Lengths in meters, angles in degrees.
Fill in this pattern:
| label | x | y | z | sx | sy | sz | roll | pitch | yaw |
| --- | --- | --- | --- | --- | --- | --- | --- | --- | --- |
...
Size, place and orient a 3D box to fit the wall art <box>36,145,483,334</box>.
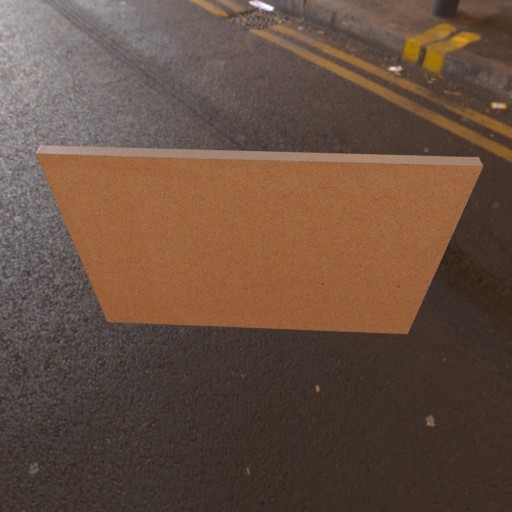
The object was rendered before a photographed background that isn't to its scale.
| label | x | y | z | sx | sy | sz | roll | pitch | yaw |
| --- | --- | --- | --- | --- | --- | --- | --- | --- | --- |
| wall art | 0.000 | 0.000 | 0.764 | 0.615 | 0.410 | 0.021 | 2 | 47 | 2 |
